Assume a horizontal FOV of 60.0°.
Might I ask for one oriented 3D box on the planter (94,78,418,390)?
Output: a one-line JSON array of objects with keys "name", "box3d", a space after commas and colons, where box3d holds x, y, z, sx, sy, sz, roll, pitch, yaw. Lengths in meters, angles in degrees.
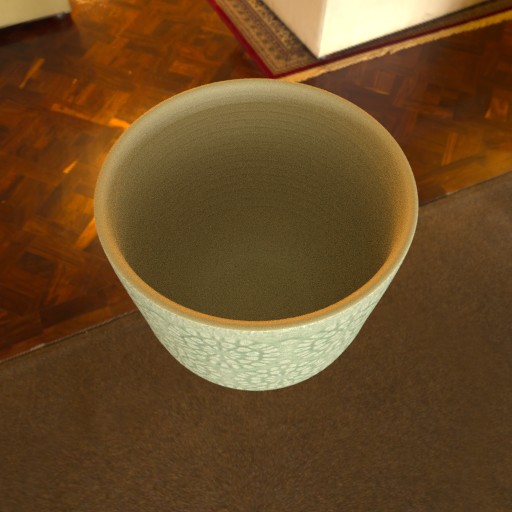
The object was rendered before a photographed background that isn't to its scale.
[{"name": "planter", "box3d": [0.000, 0.000, 0.299, 0.169, 0.153, 0.169, 0, 59, 0]}]
